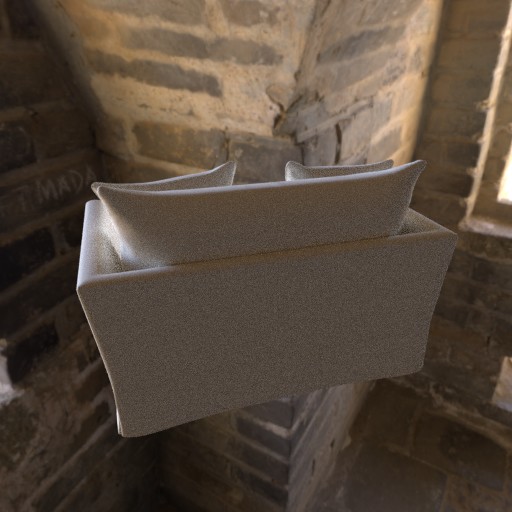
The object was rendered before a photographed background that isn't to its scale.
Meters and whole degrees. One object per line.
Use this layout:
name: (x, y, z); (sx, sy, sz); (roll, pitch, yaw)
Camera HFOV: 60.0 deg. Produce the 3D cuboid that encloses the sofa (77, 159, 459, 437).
sofa: (0.000, 0.000, 2.258); (1.608, 1.039, 1.026); (-8, 27, -15)
